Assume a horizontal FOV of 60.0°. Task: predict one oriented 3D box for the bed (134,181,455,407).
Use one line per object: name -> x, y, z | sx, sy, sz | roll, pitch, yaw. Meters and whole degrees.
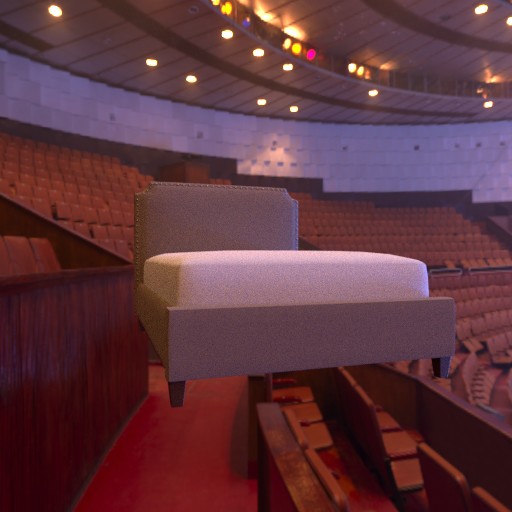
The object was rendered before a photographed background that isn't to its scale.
bed -> 0.000, 0.000, 3.460 | 1.713, 1.443, 2.372 | 0, 0, -19
